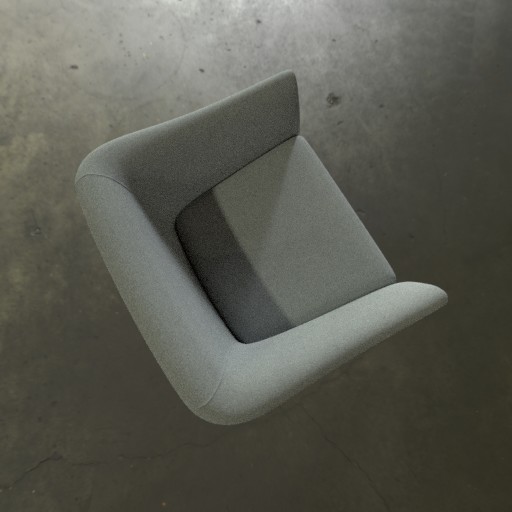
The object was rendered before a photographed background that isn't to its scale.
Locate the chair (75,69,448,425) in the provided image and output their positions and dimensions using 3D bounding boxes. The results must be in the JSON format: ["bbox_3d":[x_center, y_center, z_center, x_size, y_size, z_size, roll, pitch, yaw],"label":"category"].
[{"bbox_3d":[0.000,0.000,1.365,0.700,0.720,0.790,-29,78,-7],"label":"chair"}]
